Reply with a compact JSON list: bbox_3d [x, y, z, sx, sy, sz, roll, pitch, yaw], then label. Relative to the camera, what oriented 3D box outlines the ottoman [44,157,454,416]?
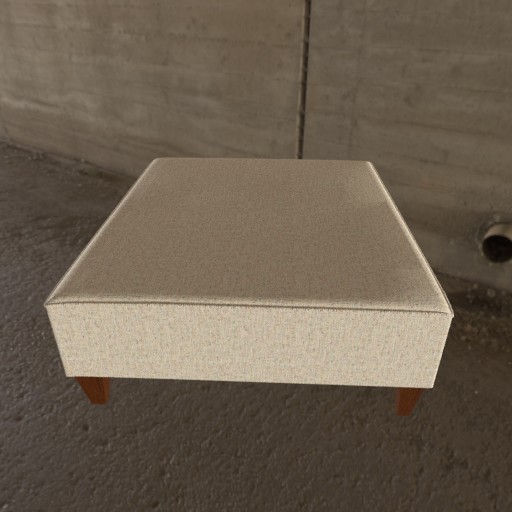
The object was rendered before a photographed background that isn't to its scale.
[{"bbox_3d":[0.000,0.000,1.212,0.736,0.303,0.835,1,30,2],"label":"ottoman"}]
